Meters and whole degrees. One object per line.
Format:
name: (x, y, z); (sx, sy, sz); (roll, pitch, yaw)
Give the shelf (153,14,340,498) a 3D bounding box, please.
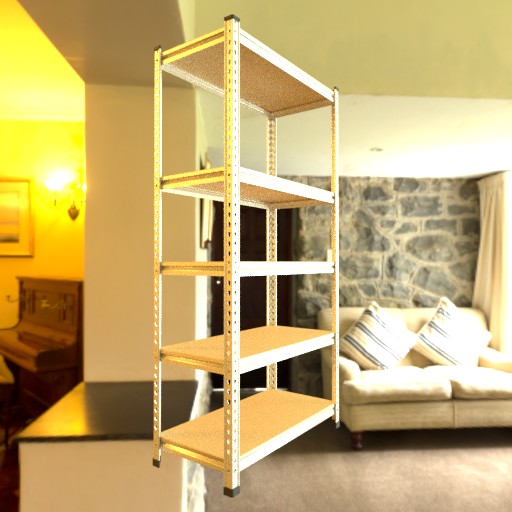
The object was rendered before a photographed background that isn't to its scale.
shelf: (0.000, 0.000, 2.174); (0.457, 1.829, 0.914); (-1, -1, 37)
